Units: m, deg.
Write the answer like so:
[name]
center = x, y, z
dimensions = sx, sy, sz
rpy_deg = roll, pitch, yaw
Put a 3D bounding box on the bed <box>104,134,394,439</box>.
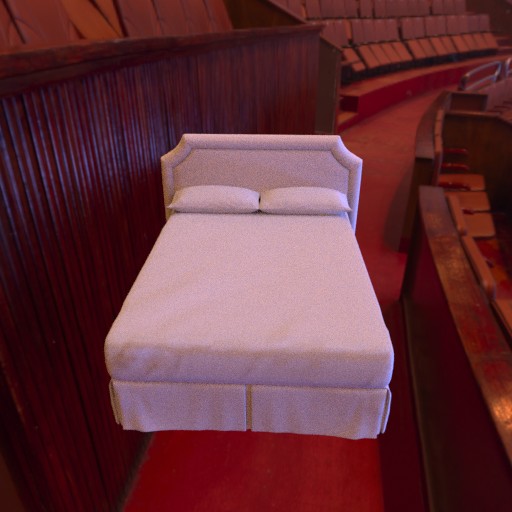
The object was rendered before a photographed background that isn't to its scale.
[bed]
center = 0.000, 0.000, 3.303
dimensions = 1.828, 1.297, 2.164
rpy_deg = 1, 29, 2
